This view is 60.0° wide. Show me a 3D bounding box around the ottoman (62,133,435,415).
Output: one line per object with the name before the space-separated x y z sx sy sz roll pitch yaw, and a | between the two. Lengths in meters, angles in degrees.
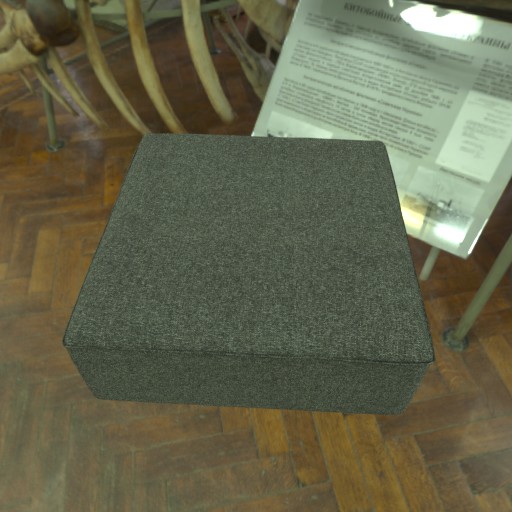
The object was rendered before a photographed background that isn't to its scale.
ottoman | 0.000 0.000 1.618 1.017 0.423 1.021 3 49 2
